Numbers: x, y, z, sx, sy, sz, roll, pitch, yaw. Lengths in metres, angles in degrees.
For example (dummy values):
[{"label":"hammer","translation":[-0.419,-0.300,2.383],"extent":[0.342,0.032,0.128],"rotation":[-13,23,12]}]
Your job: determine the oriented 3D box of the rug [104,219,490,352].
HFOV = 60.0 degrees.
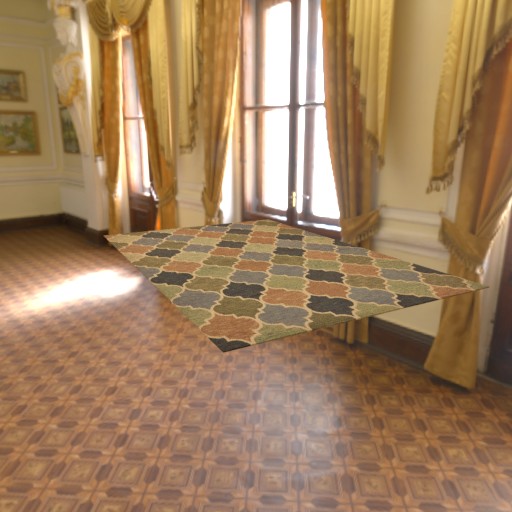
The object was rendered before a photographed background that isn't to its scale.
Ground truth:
[{"label":"rug","translation":[0.000,0.000,2.922],"extent":[1.521,0.006,2.284],"rotation":[-8,17,-28]}]
